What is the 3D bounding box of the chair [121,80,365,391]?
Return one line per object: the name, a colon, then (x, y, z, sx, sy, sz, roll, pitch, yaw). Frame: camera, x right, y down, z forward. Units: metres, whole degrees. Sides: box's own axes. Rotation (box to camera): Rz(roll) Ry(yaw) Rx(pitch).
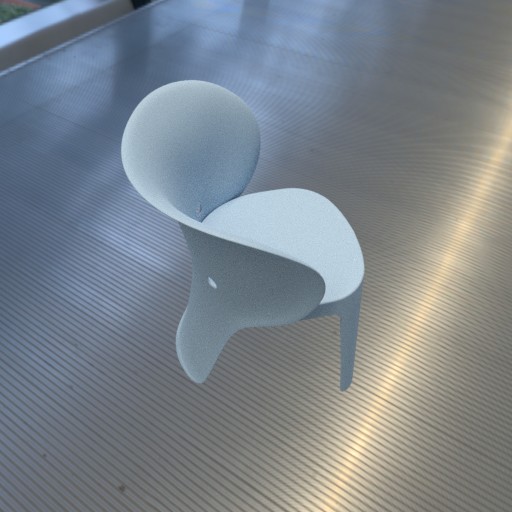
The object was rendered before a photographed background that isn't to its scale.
chair: (0.000, 0.000, 0.873, 0.402, 0.554, 0.451, -9, 48, -8)
